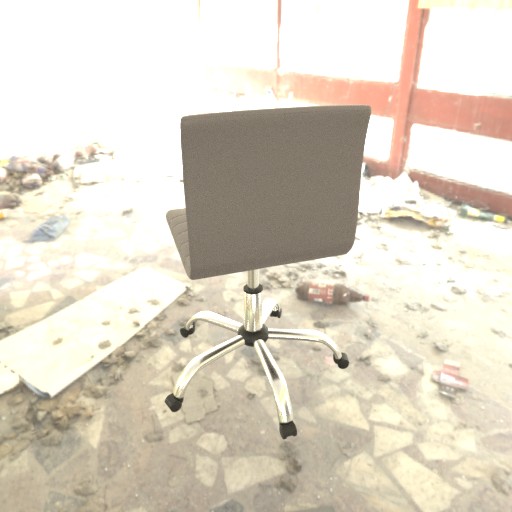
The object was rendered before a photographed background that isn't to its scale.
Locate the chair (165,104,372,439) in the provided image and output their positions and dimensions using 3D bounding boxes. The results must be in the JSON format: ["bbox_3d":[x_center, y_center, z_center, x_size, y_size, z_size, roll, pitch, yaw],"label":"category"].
[{"bbox_3d":[0.000,0.000,1.145,0.556,0.780,0.530,-9,29,-17],"label":"chair"}]
